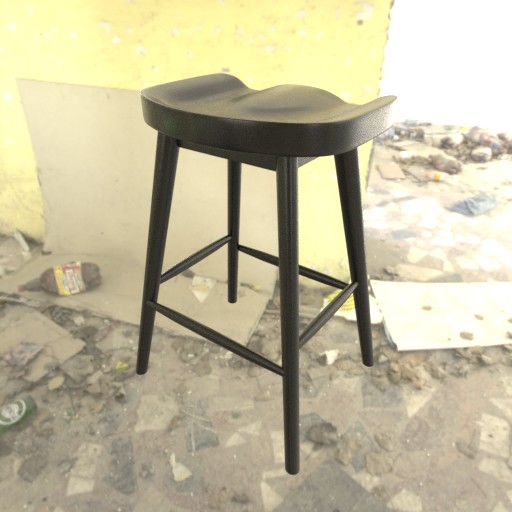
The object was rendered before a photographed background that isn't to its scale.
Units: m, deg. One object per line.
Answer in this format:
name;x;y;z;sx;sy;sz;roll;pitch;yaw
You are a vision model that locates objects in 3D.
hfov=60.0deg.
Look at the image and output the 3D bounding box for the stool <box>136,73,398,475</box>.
stool;0.000;0.000;0.882;0.440;0.615;0.361;21;37;30
